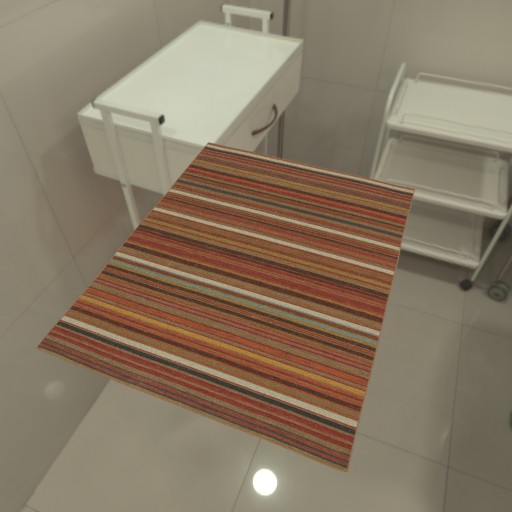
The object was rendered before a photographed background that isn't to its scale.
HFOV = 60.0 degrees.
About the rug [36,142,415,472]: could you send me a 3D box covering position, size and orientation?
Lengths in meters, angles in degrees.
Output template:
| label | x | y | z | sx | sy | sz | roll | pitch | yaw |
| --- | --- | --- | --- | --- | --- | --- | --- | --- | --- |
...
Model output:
| label | x | y | z | sx | sy | sz | roll | pitch | yaw |
| --- | --- | --- | --- | --- | --- | --- | --- | --- | --- |
| rug | 0.000 | 0.000 | 4.099 | 2.479 | 0.023 | 3.092 | 16 | 49 | 15 |
